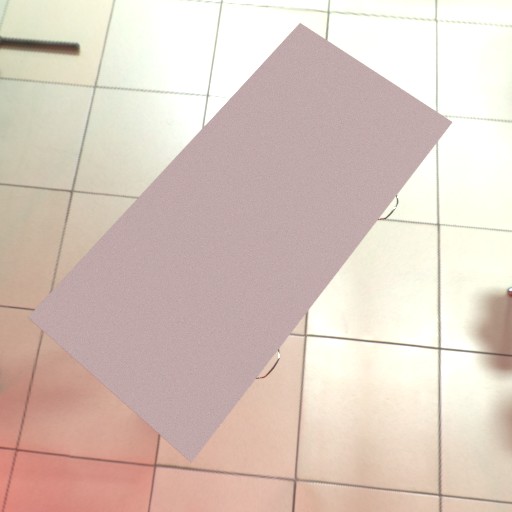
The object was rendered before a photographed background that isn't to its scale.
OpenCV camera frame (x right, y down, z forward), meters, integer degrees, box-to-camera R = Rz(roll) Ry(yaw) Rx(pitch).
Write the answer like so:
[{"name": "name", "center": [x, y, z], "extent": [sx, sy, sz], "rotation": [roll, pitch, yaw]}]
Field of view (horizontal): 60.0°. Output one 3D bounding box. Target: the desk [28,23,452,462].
[{"name": "desk", "center": [0.000, 0.000, 1.478], "extent": [0.525, 0.780, 1.057], "rotation": [38, 78, 9]}]
